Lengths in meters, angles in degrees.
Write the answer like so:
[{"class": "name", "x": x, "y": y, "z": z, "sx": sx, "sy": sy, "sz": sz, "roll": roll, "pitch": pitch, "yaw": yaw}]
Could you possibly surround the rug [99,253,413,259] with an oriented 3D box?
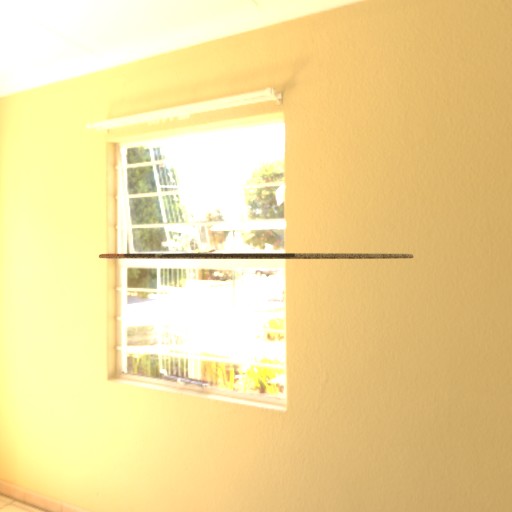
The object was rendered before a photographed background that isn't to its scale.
[{"class": "rug", "x": 0.000, "y": 0.000, "z": 3.678, "sx": 2.461, "sy": 0.033, "sz": 2.461, "roll": 0, "pitch": 0, "yaw": 0}]
